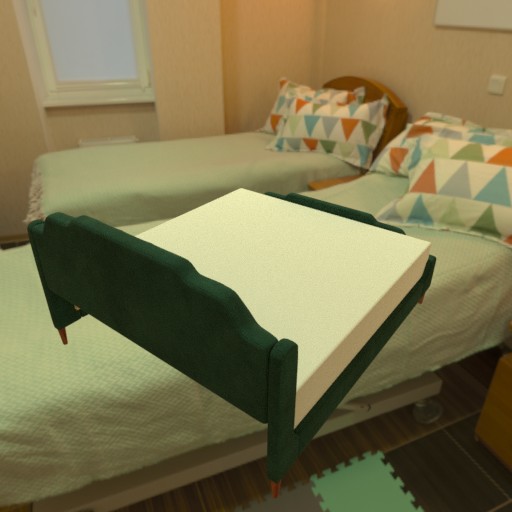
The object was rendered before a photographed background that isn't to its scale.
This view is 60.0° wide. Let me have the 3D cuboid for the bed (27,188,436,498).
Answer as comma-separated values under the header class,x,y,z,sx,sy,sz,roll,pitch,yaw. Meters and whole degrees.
class,x,y,z,sx,sy,sz,roll,pitch,yaw
bed,0.000,0.000,3.384,2.074,1.245,2.340,21,36,32
